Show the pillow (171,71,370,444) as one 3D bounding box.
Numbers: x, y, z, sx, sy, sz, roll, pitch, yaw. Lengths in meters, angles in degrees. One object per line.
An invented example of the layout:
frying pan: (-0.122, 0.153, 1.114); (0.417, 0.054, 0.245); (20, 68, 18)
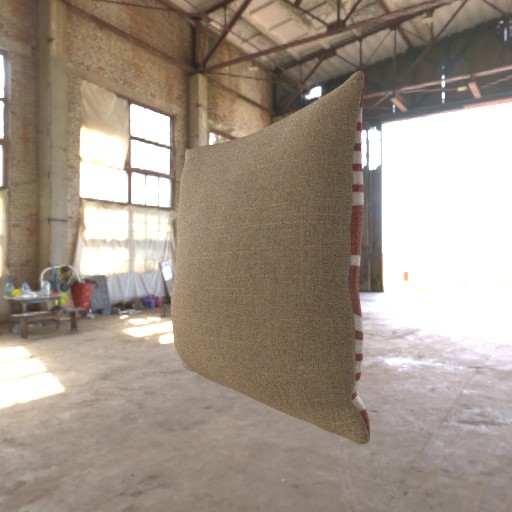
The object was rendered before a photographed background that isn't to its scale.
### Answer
pillow: (0.000, 0.000, 0.676); (0.182, 0.427, 0.439); (0, 0, -37)
